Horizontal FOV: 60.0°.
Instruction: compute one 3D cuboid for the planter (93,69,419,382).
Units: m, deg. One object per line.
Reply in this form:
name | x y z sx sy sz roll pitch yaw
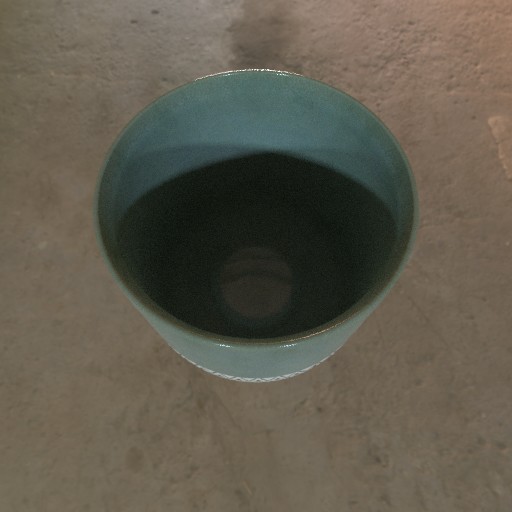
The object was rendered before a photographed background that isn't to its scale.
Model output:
planter | 0.000 0.000 0.486 0.266 0.270 0.266 0 66 0
